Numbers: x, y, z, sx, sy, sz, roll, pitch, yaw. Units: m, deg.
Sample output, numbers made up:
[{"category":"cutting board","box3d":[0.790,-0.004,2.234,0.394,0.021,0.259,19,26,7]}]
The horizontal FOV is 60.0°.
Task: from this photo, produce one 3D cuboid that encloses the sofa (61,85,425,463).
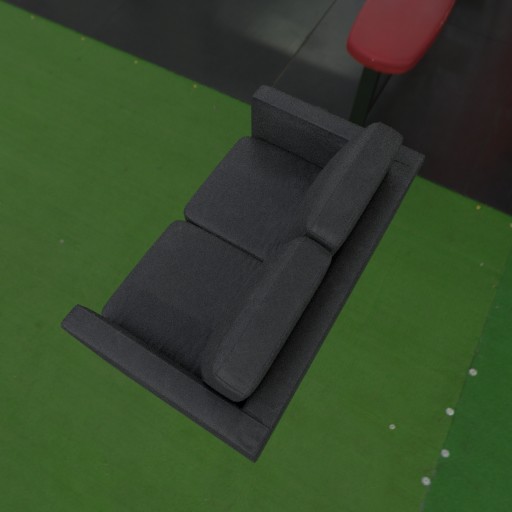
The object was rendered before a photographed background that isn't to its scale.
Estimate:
[{"category":"sofa","box3d":[0.000,0.000,1.988,0.879,0.899,1.430,29,67,13]}]
